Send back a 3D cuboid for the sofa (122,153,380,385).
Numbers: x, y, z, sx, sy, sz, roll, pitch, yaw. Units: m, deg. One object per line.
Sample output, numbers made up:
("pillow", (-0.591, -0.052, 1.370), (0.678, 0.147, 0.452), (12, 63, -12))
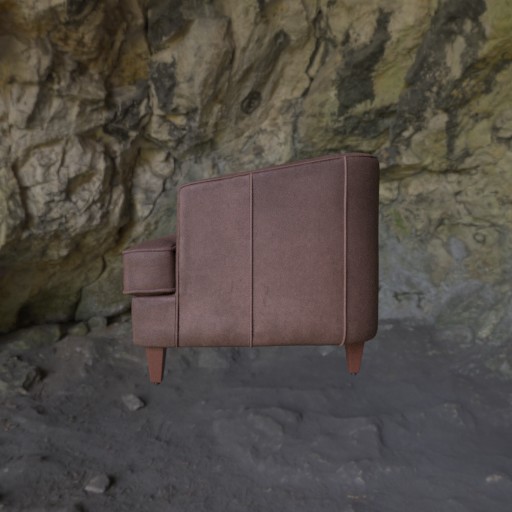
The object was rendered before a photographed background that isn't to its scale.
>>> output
("sofa", (0.000, 0.000, 2.263), (0.917, 0.799, 1.767), (0, 2, -1))
